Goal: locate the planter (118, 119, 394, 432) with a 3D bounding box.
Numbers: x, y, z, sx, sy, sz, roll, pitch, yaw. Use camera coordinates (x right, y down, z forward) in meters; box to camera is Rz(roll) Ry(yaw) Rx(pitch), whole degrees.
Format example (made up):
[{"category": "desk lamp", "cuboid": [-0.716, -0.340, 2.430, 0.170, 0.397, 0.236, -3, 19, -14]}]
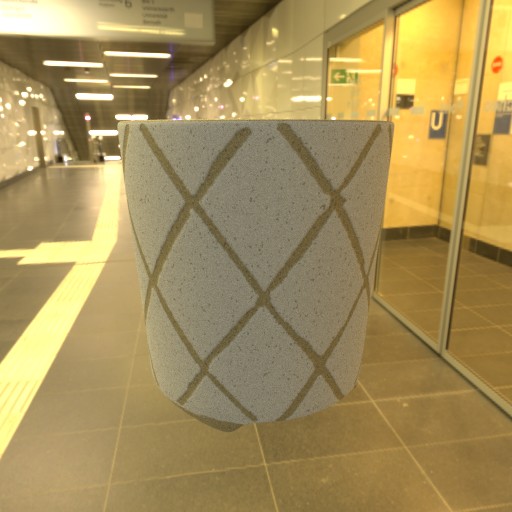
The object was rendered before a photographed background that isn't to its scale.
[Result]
[{"category": "planter", "cuboid": [0.000, 0.000, 0.345, 0.191, 0.199, 0.191, 0, 16, 0]}]
